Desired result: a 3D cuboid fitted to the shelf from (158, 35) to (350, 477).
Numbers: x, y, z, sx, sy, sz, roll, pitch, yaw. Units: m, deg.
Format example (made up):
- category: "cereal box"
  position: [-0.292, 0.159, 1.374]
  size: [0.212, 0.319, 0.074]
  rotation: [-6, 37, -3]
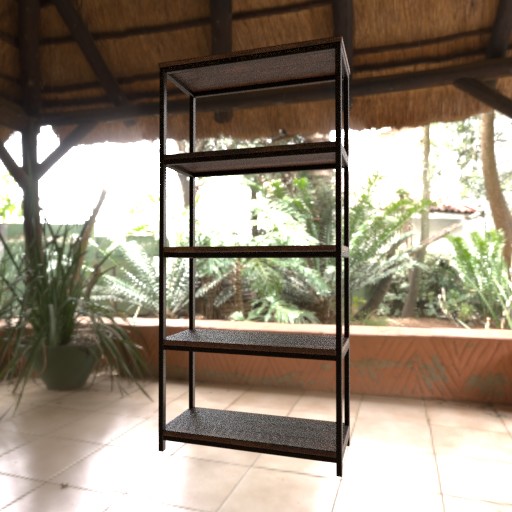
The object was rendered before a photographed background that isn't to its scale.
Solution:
- category: "shelf"
  position: [0.000, 0.000, 2.166]
  size: [0.874, 1.860, 0.359]
  rotation: [0, -1, 17]
